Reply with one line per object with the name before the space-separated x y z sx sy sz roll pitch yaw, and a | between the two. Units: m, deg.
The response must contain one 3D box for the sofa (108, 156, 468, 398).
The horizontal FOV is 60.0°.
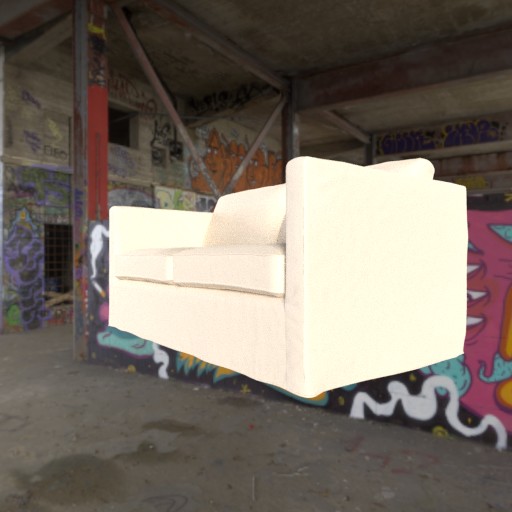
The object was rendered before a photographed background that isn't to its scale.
sofa | 0.000 0.000 2.261 0.962 0.834 1.746 0 0 -37
